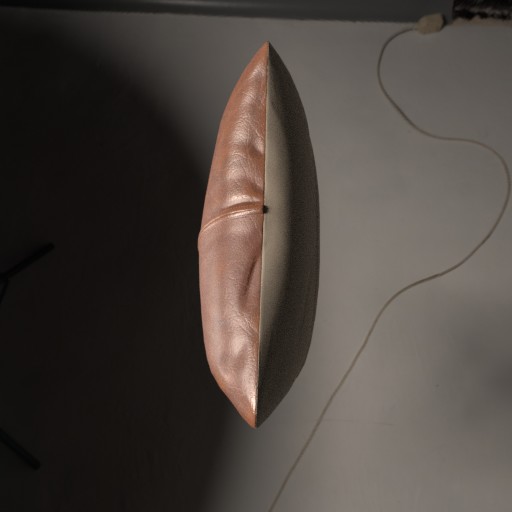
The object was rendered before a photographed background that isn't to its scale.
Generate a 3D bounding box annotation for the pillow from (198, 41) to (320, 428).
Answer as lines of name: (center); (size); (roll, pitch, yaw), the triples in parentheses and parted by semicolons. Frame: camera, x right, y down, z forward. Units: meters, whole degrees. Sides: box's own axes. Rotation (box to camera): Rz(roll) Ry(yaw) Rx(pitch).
pillow: (0.000, 0.000, 0.735); (0.192, 0.470, 0.484); (2, 76, 0)
